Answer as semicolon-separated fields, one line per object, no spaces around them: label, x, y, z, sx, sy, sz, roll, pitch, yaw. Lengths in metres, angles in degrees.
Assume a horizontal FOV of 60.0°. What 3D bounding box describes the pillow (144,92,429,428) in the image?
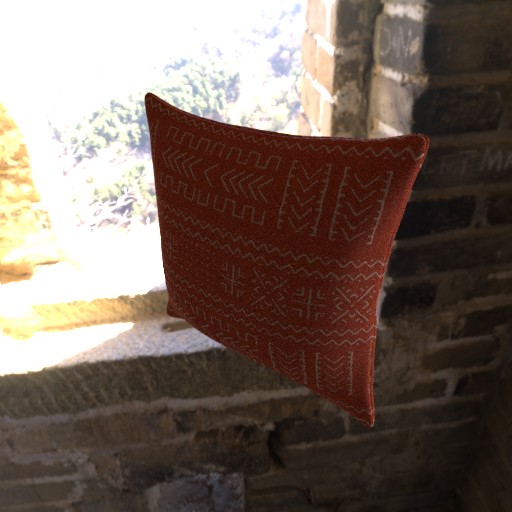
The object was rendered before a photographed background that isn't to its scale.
pillow;0.000;0.000;0.662;0.438;0.429;0.164;21;36;32
